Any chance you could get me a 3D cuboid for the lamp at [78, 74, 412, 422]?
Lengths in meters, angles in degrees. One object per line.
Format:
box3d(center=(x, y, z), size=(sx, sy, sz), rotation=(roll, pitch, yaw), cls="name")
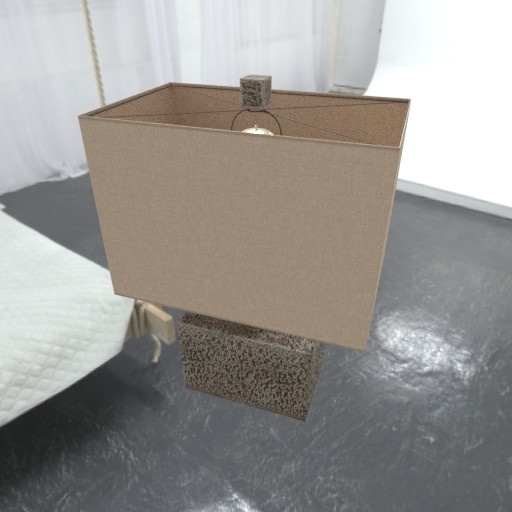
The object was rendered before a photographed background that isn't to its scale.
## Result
box3d(center=(0.000, 0.000, 0.541), size=(0.294, 0.411, 0.180), rotation=(10, 33, 16), cls="lamp")
